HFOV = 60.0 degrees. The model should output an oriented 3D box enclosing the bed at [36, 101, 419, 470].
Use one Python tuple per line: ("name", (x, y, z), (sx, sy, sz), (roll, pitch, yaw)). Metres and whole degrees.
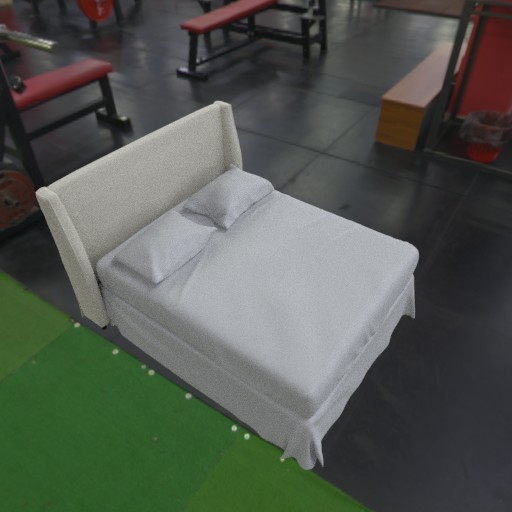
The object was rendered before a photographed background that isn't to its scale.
("bed", (0.000, 0.000, 3.425), (2.276, 1.332, 1.925), (26, 48, 26))
